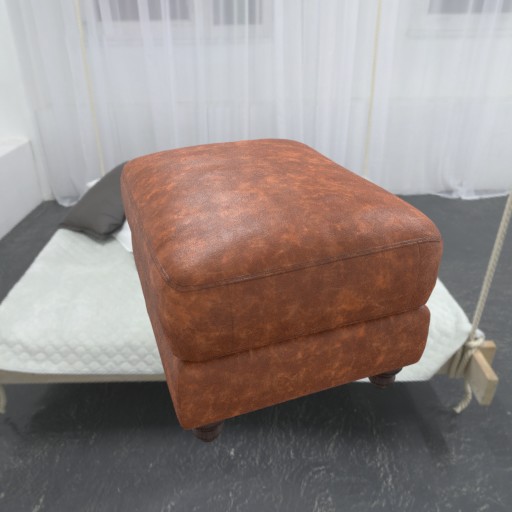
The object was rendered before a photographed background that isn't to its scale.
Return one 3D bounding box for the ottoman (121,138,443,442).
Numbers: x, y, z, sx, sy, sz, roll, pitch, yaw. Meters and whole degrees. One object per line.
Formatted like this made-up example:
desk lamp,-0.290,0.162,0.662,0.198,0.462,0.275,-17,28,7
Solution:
ottoman,0.000,0.000,1.272,0.657,0.562,0.832,-10,31,-18
